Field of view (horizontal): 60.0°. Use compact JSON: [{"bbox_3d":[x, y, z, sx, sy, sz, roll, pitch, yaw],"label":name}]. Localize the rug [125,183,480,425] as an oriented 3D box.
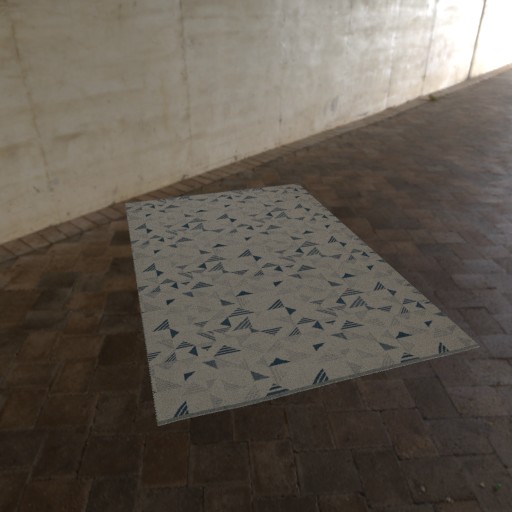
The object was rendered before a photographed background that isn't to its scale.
[{"bbox_3d":[0.000,0.000,2.274,1.206,0.003,1.835,-9,31,-15],"label":"rug"}]
